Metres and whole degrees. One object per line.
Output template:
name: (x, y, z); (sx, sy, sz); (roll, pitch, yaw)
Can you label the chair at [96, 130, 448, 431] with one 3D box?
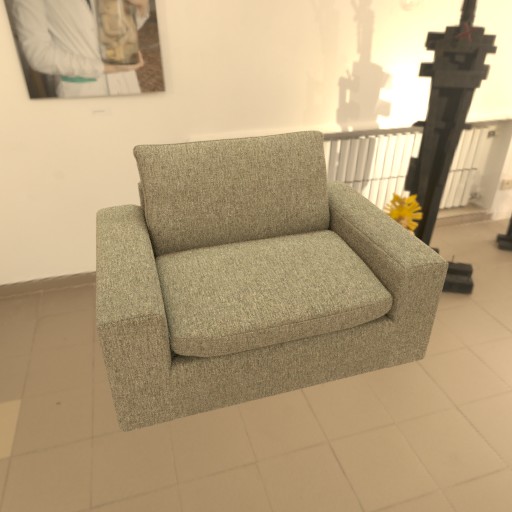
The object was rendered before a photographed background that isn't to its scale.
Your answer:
chair: (0.000, 0.000, 2.071); (1.398, 0.915, 1.039); (-9, 31, -15)
